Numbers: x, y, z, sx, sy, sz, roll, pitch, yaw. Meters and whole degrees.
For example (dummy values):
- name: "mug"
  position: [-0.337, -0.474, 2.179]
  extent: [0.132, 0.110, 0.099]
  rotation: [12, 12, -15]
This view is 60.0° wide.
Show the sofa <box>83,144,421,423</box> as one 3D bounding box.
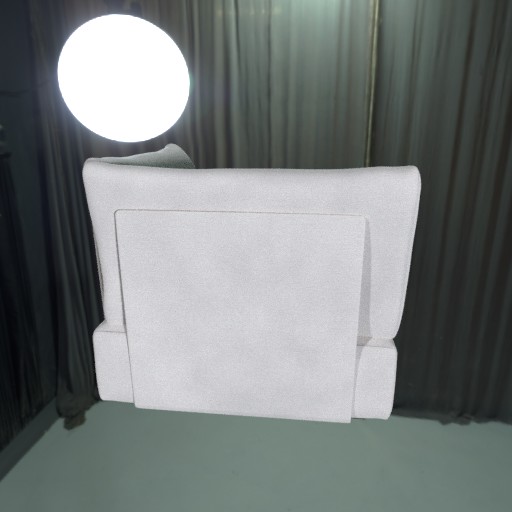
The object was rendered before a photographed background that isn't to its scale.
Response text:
- name: "sofa"
  position: [0.000, 0.000, 1.766]
  extent: [1.000, 0.820, 1.000]
  rotation: [2, 17, 6]
